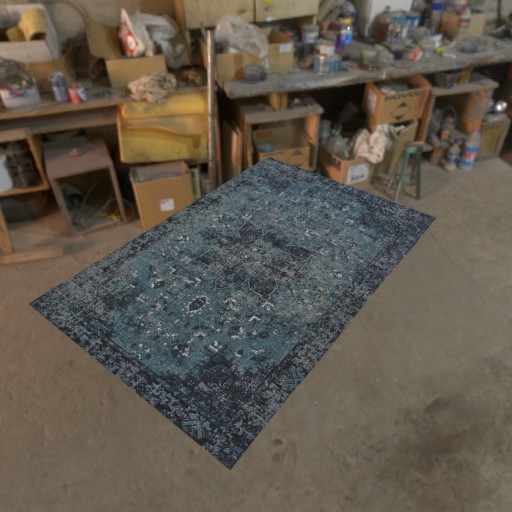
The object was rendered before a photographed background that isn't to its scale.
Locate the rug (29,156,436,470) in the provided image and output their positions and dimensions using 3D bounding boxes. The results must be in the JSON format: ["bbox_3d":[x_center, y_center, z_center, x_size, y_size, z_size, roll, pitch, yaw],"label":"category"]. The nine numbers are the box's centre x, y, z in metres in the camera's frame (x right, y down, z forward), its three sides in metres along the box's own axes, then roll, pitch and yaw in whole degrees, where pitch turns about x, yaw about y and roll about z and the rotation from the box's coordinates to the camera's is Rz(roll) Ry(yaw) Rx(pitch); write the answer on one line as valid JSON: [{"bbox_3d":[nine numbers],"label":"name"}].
[{"bbox_3d":[0.000,0.000,2.295,1.219,0.005,1.828,27,47,28],"label":"rug"}]
